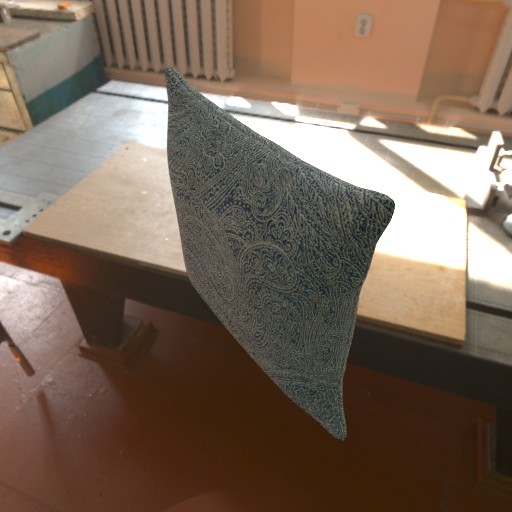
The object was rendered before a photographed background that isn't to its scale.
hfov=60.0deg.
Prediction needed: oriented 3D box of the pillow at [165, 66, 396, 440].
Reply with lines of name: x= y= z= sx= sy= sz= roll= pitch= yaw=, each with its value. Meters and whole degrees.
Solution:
pillow: x=0.000 y=0.000 z=0.777 sx=0.166 sy=0.510 sz=0.523 roll=-25 pitch=47 yaw=-26
